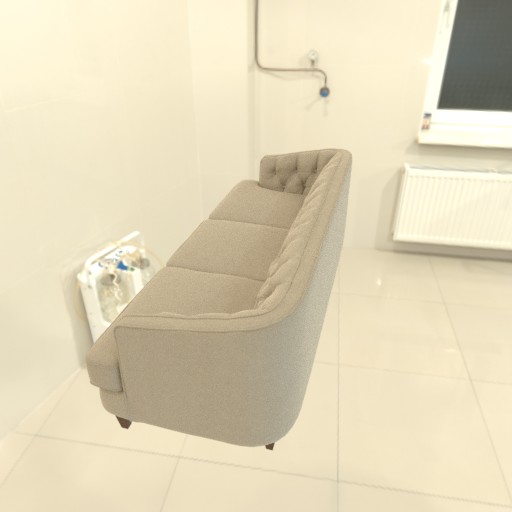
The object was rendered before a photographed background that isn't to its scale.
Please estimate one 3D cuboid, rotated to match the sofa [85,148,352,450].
[{"bbox_3d":[0.000,0.000,2.739,0.941,0.855,2.278,8,31,14],"label":"sofa"}]
